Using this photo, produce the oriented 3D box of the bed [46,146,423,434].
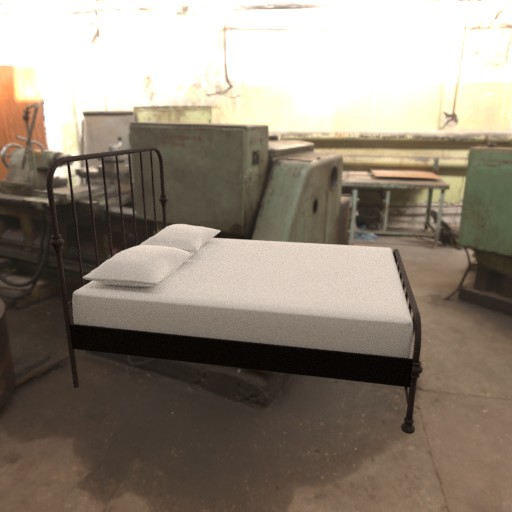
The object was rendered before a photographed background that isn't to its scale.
[{"bbox_3d":[0.000,0.000,3.184,2.134,1.446,1.616,4,17,12],"label":"bed"}]
